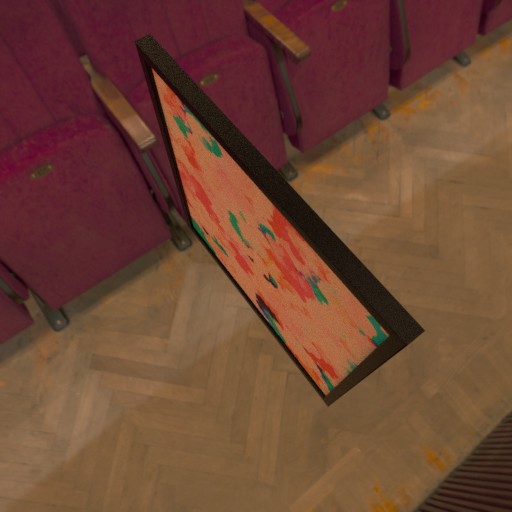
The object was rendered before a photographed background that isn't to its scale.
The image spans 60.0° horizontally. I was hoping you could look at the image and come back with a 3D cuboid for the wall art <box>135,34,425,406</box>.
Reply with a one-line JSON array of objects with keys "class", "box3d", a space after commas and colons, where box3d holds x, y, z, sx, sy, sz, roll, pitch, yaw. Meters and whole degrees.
[{"class": "wall art", "box3d": [0.000, 0.000, 1.095, 0.036, 0.755, 0.756, -34, 70, -15]}]
